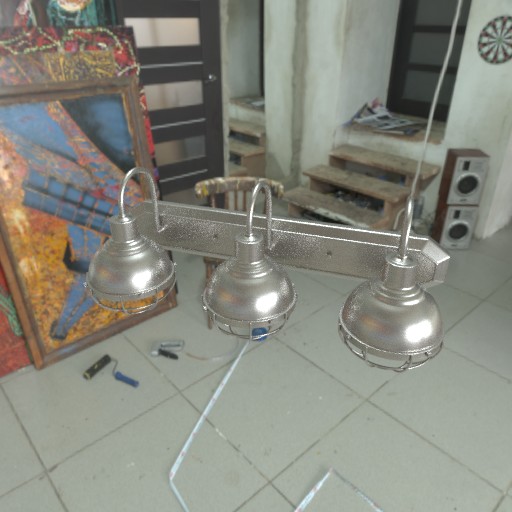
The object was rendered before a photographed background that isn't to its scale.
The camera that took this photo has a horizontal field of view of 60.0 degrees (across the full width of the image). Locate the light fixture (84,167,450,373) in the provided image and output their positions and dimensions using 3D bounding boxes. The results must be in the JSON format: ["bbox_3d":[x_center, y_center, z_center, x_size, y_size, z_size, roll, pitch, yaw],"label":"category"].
[{"bbox_3d":[0.000,0.000,0.765,0.634,0.254,0.229,9,30,16],"label":"light fixture"}]
